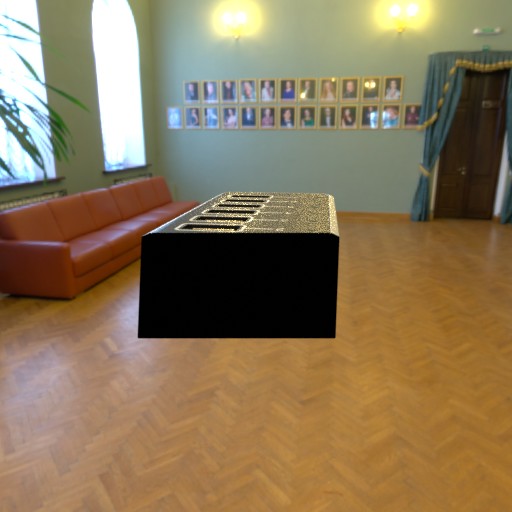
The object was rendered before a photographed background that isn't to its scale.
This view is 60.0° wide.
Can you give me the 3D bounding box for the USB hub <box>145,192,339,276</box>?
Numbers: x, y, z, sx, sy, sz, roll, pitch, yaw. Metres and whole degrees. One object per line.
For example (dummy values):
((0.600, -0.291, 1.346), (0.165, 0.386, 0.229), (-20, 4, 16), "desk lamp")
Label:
((0.000, 0.000, 0.125), (0.044, 0.023, 0.110), (2, 15, 8), "USB hub")
